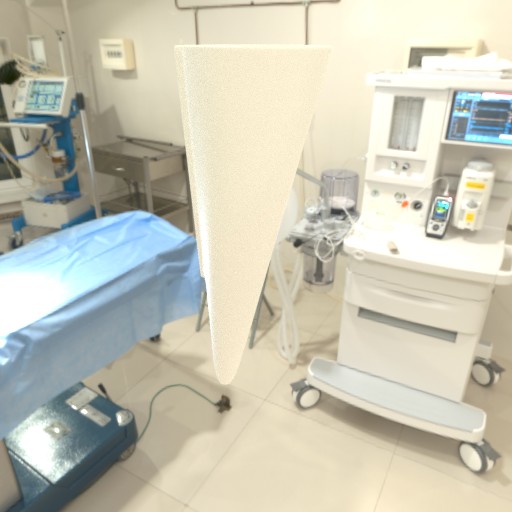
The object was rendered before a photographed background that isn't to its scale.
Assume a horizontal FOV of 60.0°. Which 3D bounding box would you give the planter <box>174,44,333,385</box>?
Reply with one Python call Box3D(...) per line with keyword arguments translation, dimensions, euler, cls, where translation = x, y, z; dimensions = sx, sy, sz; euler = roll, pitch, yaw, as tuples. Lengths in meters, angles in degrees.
Box3D(translation=(0.000, 0.000, 0.225), dimensions=(0.064, 0.193, 0.057), euler=(18, 31, 32), cls="planter")
